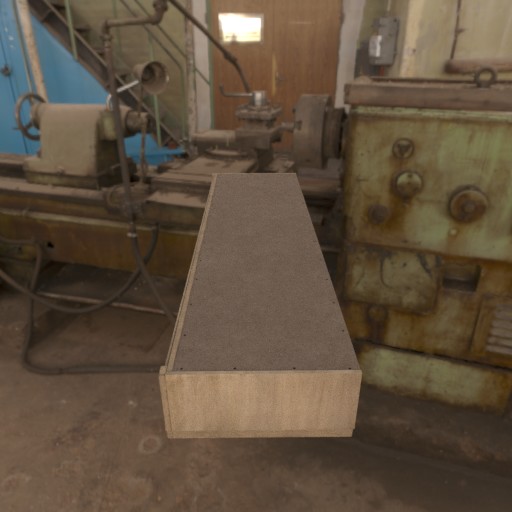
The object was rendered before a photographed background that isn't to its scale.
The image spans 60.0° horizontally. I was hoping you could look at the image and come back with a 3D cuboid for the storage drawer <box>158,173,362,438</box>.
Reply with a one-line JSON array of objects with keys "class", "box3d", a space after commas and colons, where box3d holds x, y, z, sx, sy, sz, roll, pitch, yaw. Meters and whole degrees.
[{"class": "storage drawer", "box3d": [0.000, 0.000, 2.270, 0.591, 0.274, 2.072, 0, 27, -1]}]
